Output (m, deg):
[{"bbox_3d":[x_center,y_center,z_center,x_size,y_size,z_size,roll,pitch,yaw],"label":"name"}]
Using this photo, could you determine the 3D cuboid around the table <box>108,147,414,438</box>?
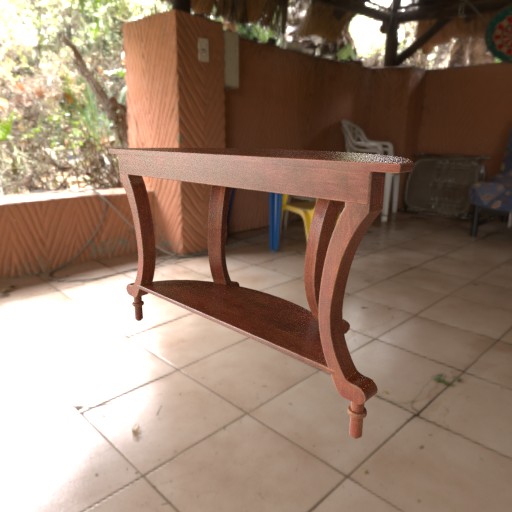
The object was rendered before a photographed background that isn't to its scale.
[{"bbox_3d":[0.000,0.000,1.523,1.198,0.699,0.394,15,22,42],"label":"table"}]
